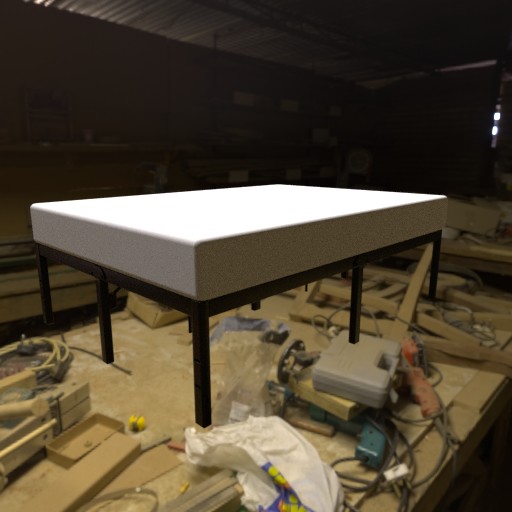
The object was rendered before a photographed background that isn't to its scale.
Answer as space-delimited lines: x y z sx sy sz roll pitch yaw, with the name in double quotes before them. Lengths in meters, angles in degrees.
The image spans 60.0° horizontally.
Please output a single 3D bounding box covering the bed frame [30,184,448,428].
"bed frame" 0.000 0.000 2.586 1.408 0.659 1.956 13 18 43
